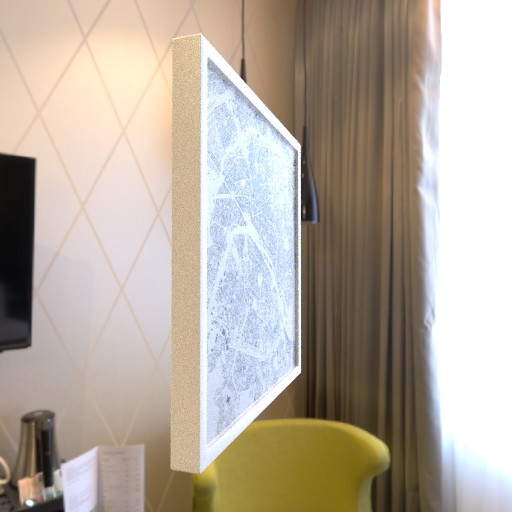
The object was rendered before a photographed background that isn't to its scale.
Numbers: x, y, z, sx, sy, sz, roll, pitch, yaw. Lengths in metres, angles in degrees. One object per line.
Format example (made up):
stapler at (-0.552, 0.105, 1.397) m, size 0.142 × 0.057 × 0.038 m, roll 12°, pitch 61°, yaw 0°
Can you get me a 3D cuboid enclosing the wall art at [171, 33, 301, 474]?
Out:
wall art at (0.000, 0.000, 0.754) m, size 0.038 × 0.508 × 0.508 m, roll 0°, pitch -1°, yaw 19°
